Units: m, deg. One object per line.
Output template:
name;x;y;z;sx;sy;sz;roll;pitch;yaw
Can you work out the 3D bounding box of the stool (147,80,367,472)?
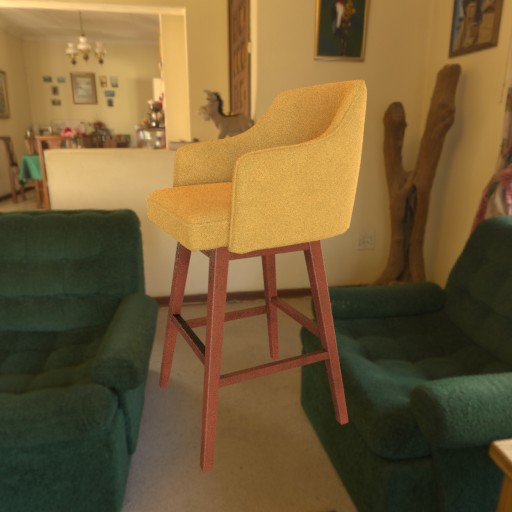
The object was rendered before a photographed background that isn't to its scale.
stool;0.000;0.000;1.359;0.558;1.012;0.548;-8;18;-25
